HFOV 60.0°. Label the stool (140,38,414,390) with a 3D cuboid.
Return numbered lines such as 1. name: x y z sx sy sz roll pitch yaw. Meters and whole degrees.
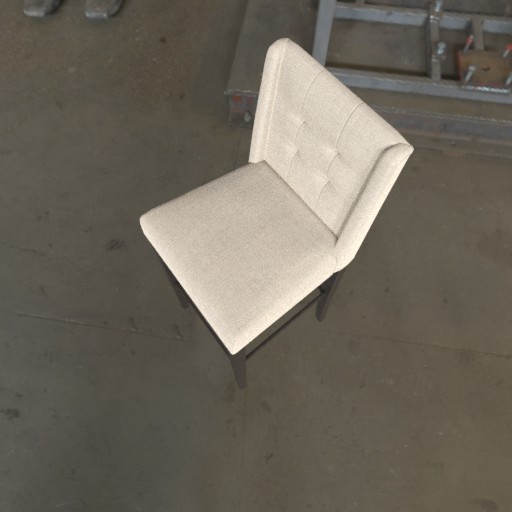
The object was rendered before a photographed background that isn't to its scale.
1. stool: 0.000 0.000 1.416 0.509 1.116 0.474 -34 68 -15
